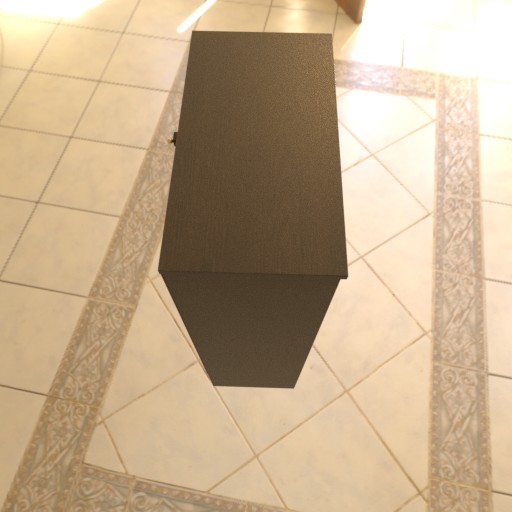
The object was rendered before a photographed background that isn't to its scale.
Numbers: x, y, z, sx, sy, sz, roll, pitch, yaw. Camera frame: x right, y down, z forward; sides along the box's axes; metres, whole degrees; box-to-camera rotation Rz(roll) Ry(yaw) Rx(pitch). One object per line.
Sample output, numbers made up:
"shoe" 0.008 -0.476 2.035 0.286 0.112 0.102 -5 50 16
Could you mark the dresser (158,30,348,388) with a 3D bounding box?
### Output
"dresser" 0.000 0.000 1.580 0.418 1.254 0.704 2 63 1
